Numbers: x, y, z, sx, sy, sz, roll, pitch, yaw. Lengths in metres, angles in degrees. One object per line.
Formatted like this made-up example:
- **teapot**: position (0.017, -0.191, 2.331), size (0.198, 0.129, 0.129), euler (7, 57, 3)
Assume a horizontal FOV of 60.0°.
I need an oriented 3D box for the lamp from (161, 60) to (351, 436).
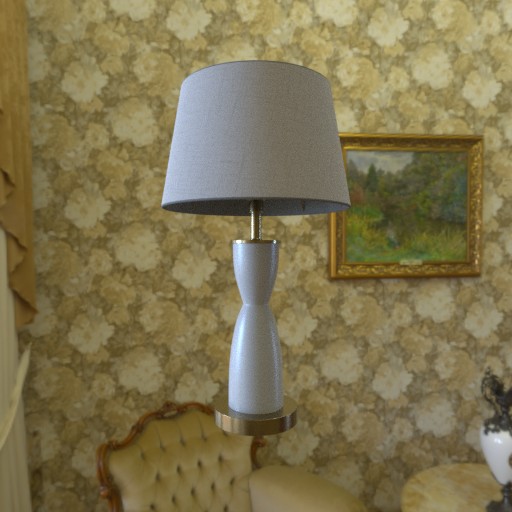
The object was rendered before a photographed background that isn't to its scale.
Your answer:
- **lamp**: position (0.000, 0.000, 0.738), size (0.309, 0.545, 0.309), euler (0, 1, 0)
